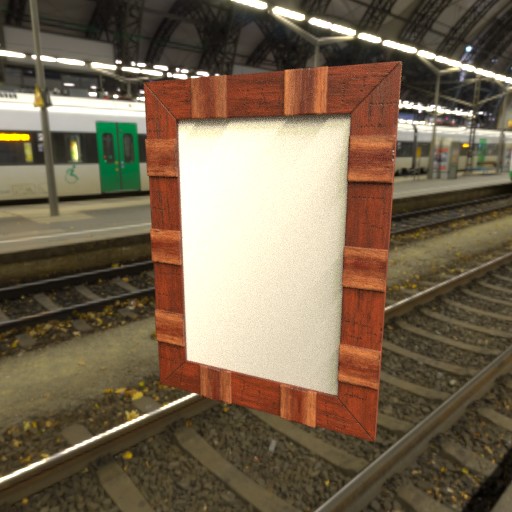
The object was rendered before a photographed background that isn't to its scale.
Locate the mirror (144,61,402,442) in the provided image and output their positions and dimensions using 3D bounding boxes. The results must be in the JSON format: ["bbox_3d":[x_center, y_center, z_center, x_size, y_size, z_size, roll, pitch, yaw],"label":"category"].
[{"bbox_3d":[0.000,0.000,1.044,0.600,0.805,0.021,6,15,25],"label":"mirror"}]
